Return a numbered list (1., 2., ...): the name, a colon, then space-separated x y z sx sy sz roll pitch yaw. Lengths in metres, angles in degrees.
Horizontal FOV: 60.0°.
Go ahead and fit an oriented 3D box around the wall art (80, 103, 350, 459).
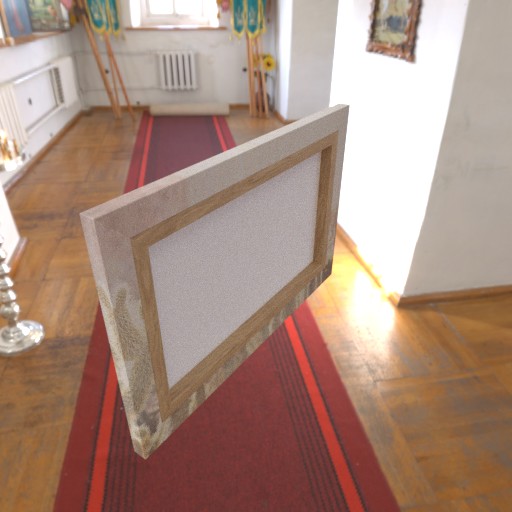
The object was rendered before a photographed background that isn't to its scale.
1. wall art: 0.000 0.000 1.169 0.040 0.608 0.916 20 37 29
